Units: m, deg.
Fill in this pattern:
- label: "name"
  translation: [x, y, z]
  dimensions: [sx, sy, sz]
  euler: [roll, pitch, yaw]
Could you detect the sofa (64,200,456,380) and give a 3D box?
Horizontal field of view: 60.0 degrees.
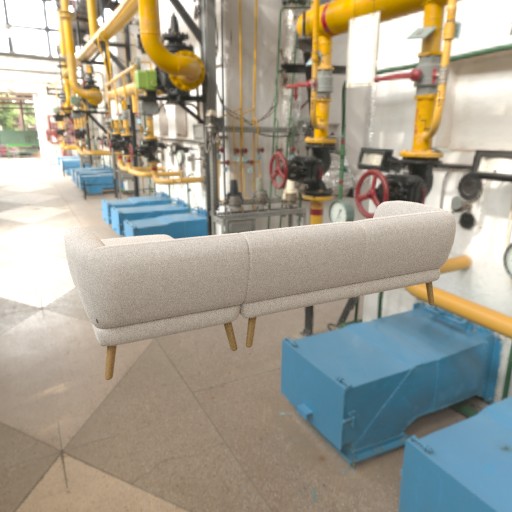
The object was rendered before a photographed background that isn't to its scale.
- label: "sofa"
  translation: [0.000, 0.000, 3.367]
  dimensions: [2.660, 0.730, 1.610]
  euler: [-8, 17, -25]
